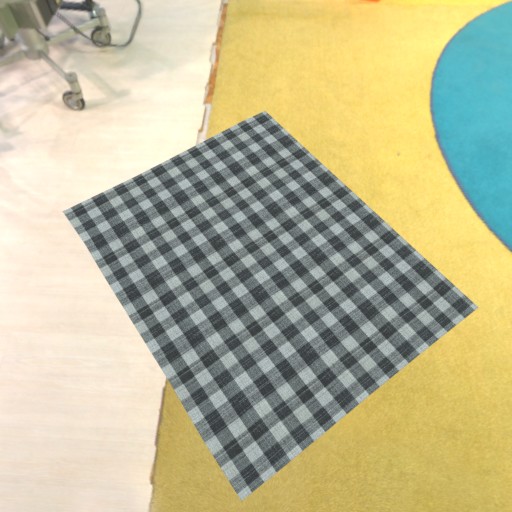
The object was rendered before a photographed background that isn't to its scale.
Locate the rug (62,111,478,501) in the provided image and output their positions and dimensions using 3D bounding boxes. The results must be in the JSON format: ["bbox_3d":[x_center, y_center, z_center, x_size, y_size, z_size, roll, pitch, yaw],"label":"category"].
[{"bbox_3d":[0.000,0.000,3.991,2.432,0.013,3.021,-32,63,-18],"label":"rug"}]
